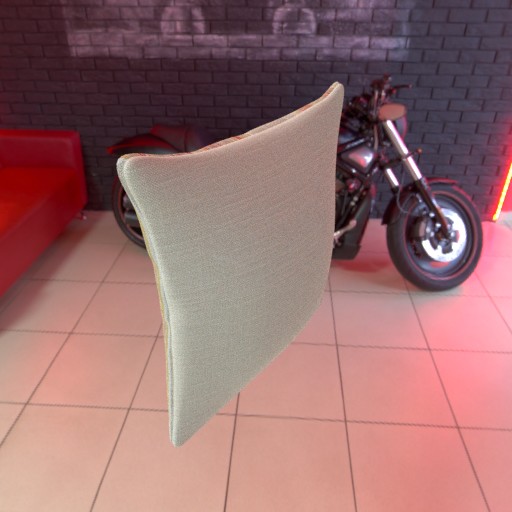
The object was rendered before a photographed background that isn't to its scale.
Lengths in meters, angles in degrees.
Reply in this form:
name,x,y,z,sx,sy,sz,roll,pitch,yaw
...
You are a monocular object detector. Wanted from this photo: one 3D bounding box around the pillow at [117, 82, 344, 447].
name,x,y,z,sx,sy,sz,roll,pitch,yaw
pillow,0.000,0.000,0.687,0.191,0.449,0.451,21,37,30
